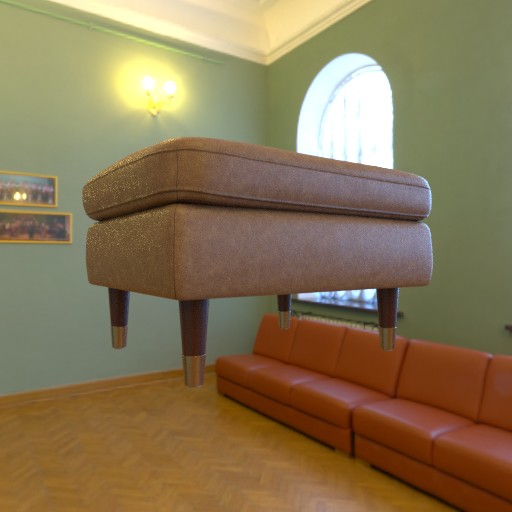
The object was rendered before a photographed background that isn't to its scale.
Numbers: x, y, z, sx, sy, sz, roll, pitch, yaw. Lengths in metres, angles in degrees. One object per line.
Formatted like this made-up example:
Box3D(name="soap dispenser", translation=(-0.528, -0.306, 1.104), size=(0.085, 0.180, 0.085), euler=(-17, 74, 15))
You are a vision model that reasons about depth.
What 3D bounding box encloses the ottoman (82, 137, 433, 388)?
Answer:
Box3D(name="ottoman", translation=(0.000, 0.000, 1.138), size=(0.747, 0.478, 0.593), euler=(0, 0, -35))
